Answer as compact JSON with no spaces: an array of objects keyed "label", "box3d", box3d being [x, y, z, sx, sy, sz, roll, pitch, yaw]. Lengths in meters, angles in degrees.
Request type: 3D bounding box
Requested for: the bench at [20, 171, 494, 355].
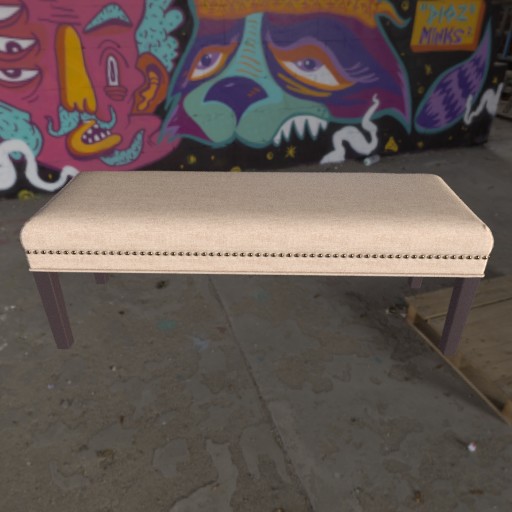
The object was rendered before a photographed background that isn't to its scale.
[{"label":"bench","box3d":[0.000,0.000,1.389,1.219,0.457,0.410,1,30,1]}]
